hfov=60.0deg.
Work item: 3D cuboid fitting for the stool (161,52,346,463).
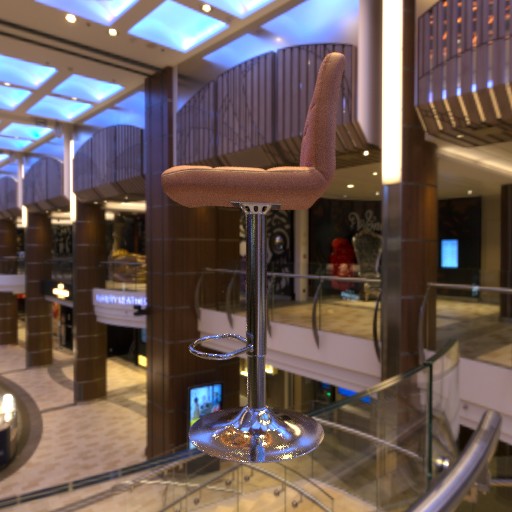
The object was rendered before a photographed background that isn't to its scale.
[{"bbox_3d":[0.000,0.000,1.393,0.505,1.115,0.430,0,1,2],"label":"stool"}]
